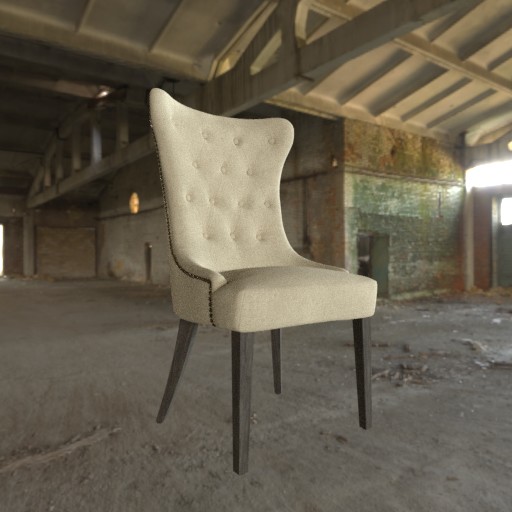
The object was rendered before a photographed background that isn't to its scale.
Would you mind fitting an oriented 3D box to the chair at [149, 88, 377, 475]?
[{"bbox_3d":[0.000,0.000,1.417,0.584,1.065,0.590,0,0,-37],"label":"chair"}]
